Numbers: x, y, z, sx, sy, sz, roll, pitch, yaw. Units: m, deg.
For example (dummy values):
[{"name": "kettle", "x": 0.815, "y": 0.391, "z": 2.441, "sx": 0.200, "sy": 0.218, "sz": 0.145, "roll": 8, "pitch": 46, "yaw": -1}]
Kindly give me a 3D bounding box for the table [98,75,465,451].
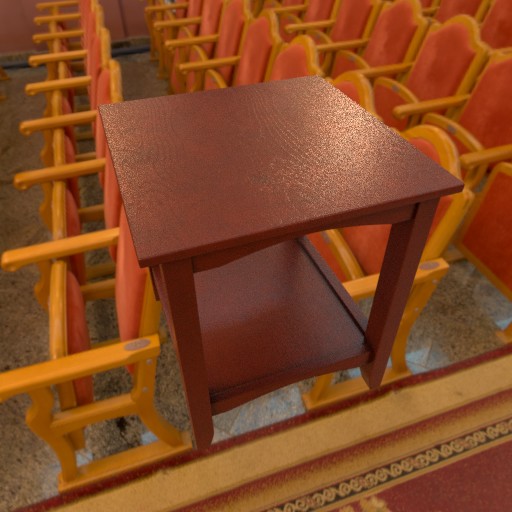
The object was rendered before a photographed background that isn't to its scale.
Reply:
[{"name": "table", "x": 0.000, "y": 0.000, "z": 0.976, "sx": 0.522, "sy": 0.558, "sz": 0.523, "roll": -12, "pitch": 43, "yaw": -13}]
